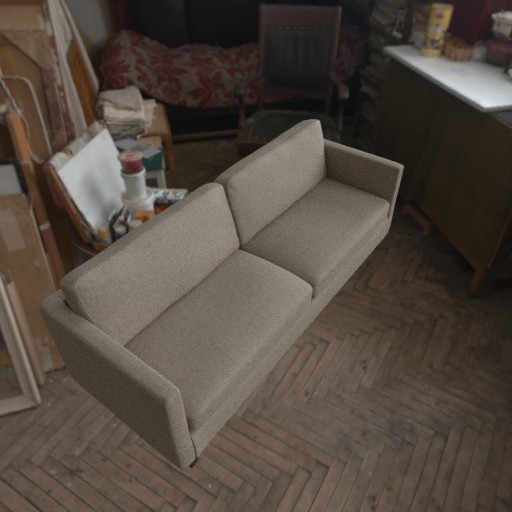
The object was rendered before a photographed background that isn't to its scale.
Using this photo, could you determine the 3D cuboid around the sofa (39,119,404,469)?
[{"bbox_3d":[0.000,0.000,2.897,0.951,0.965,2.434,27,48,27],"label":"sofa"}]
